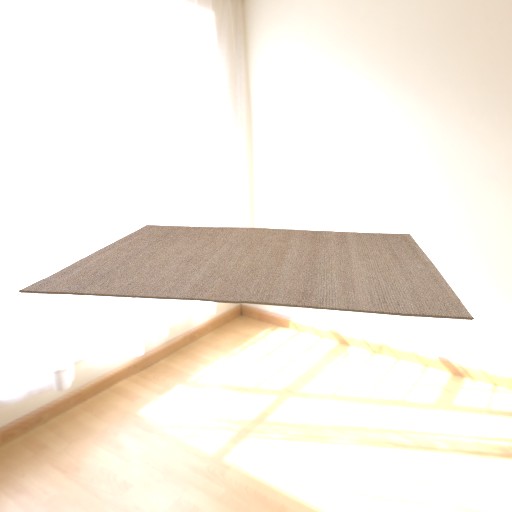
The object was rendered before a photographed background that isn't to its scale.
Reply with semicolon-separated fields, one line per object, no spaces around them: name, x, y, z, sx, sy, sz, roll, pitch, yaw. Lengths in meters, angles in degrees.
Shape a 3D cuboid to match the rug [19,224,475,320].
rug;0.000;0.000;4.240;3.245;0.046;2.467;3;16;9
